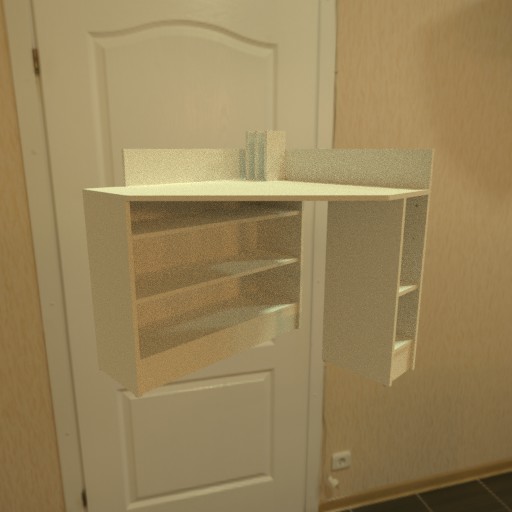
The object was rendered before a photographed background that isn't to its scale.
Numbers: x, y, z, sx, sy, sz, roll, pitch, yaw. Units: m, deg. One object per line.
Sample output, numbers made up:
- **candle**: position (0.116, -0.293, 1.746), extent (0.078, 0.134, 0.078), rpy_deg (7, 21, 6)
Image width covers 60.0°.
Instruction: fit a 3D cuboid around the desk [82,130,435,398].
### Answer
- **desk**: position (0.000, 0.000, 1.751), extent (0.940, 0.986, 0.940), rpy_deg (-13, 19, -43)
